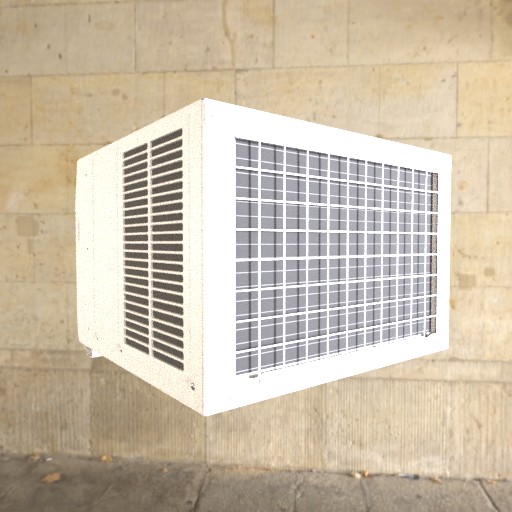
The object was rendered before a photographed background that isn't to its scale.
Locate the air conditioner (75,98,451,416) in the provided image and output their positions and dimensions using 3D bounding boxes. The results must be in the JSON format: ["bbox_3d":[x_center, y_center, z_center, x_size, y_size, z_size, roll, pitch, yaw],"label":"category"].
[{"bbox_3d":[0.000,0.000,1.034,0.645,0.455,0.599,-1,2,-38],"label":"air conditioner"}]
